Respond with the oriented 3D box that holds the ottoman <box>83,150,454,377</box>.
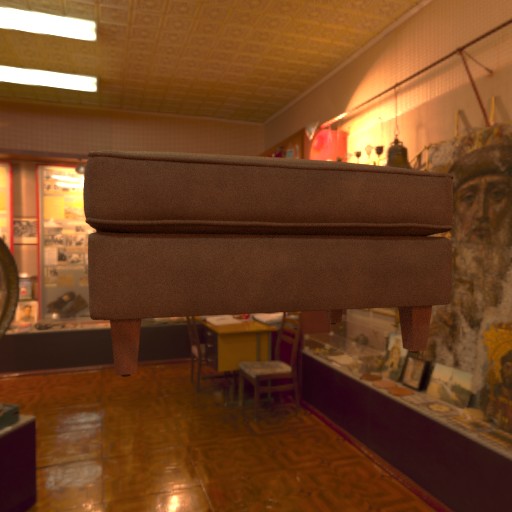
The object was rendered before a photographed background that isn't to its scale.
[{"bbox_3d":[0.000,0.000,1.219,0.860,0.481,0.596,0,1,-17],"label":"ottoman"}]
